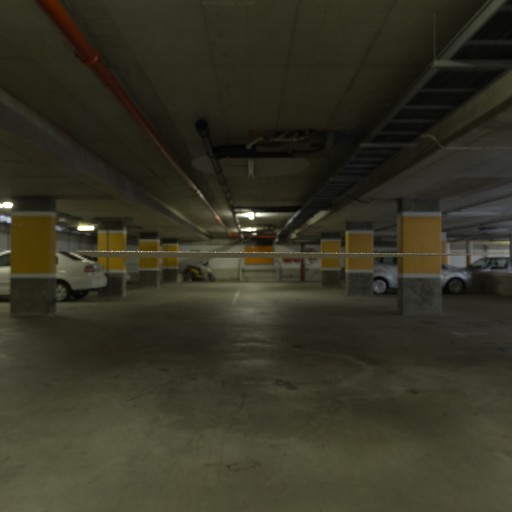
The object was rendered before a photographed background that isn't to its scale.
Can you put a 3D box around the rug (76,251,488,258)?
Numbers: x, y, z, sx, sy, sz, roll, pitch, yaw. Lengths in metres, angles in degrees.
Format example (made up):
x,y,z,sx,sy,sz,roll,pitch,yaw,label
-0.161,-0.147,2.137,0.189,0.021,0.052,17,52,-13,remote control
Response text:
x,y,z,sx,sy,sz,roll,pitch,yaw,label
0.000,0.000,4.008,2.880,0.005,2.391,0,-1,-18,rug
